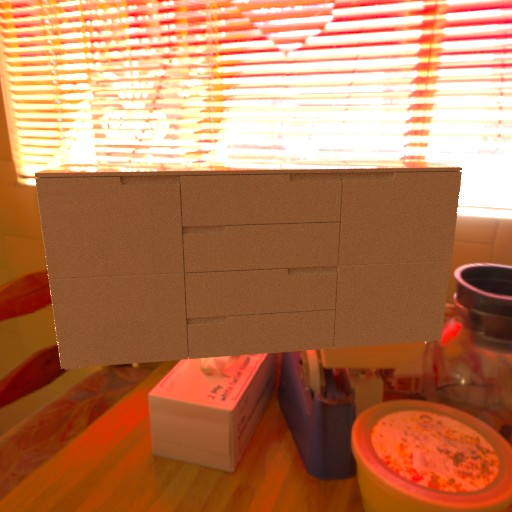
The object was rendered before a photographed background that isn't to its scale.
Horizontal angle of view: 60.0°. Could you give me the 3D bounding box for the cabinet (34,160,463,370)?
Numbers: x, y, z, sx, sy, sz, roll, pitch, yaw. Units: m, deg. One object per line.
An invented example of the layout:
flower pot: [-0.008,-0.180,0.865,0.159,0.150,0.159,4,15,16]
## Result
cabinet: [0.000,0.000,1.990,1.650,0.800,0.400,-2,16,-8]
